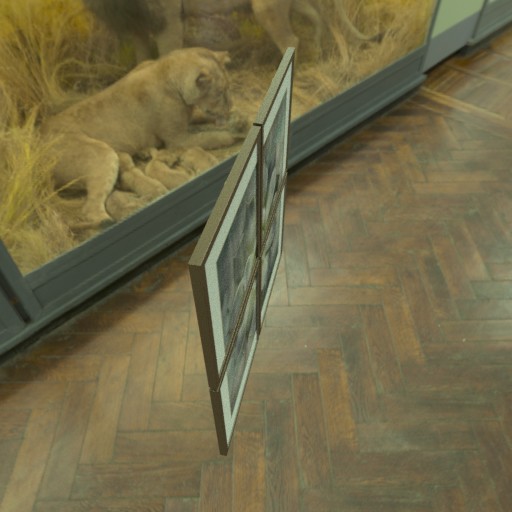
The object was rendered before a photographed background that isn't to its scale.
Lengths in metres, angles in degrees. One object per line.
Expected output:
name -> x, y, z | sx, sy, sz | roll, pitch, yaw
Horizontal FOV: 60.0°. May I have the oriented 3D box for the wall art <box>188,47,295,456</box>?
wall art -> 0.000, 0.000, 1.561 | 0.030, 1.032, 1.032 | 10, 48, 9
